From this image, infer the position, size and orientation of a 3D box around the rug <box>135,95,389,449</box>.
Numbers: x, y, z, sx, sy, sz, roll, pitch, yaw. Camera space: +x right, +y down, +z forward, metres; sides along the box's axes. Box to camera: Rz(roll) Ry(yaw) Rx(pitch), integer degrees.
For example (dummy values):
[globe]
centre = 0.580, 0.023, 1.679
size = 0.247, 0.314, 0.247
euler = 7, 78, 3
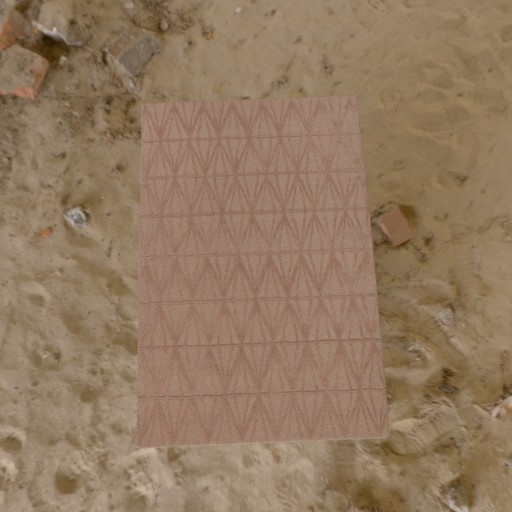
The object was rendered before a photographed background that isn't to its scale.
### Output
[rug]
centre = 0.000, 0.000, 2.320
size = 1.230, 0.025, 1.837
euler = -2, 77, 0
